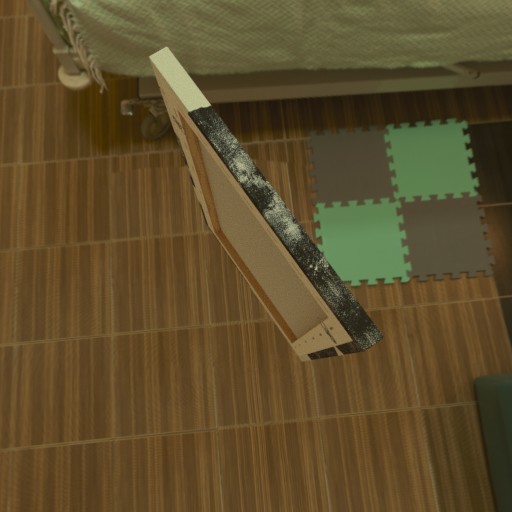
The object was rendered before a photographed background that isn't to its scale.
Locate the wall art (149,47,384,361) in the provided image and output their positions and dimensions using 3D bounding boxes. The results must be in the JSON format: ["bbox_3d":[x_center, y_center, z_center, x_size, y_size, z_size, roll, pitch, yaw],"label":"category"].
[{"bbox_3d":[0.000,0.000,1.155,0.041,0.915,0.610,-34,78,-8],"label":"wall art"}]
